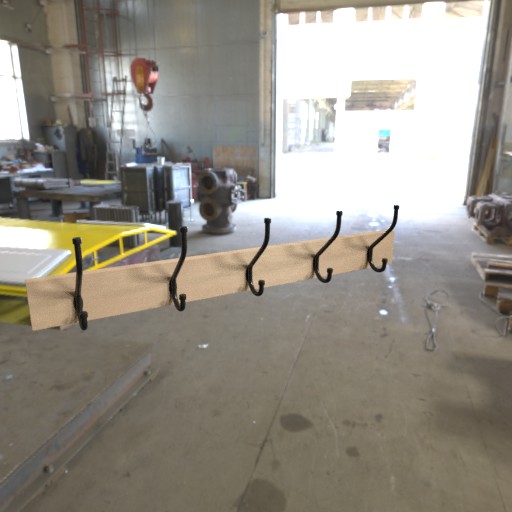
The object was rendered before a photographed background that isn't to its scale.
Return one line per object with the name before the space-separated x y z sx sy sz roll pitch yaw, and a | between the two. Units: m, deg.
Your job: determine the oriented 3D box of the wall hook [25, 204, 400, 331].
wall hook | 0.000 0.000 0.616 0.571 0.117 0.071 -8 17 -28
